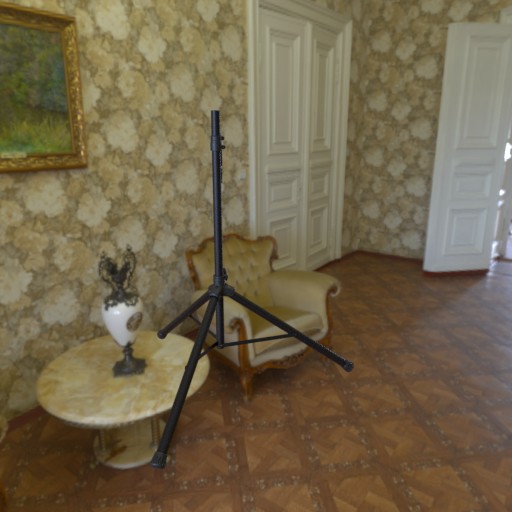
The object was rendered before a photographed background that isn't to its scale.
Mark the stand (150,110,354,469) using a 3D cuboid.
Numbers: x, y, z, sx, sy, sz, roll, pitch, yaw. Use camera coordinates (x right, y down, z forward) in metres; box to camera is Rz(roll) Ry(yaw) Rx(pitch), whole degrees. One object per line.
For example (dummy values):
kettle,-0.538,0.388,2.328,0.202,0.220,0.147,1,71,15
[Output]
stand,0.000,0.000,1.824,0.907,1.136,1.045,-2,15,-9
